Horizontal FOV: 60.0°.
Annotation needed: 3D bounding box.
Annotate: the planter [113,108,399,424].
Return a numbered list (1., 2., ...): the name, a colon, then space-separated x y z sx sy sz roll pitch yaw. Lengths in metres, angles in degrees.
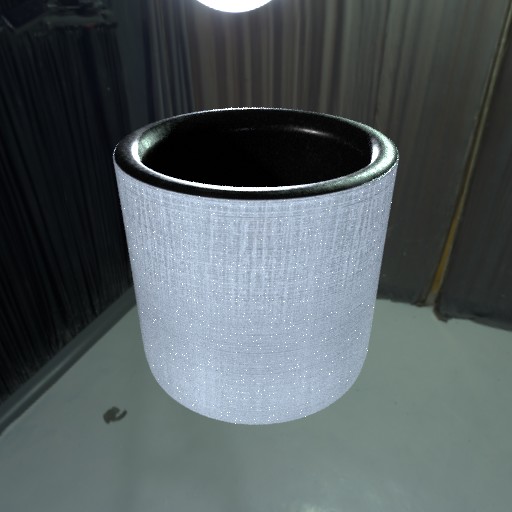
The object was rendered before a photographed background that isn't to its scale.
1. planter: 0.000 0.000 0.292 0.160 0.156 0.160 0 32 0
